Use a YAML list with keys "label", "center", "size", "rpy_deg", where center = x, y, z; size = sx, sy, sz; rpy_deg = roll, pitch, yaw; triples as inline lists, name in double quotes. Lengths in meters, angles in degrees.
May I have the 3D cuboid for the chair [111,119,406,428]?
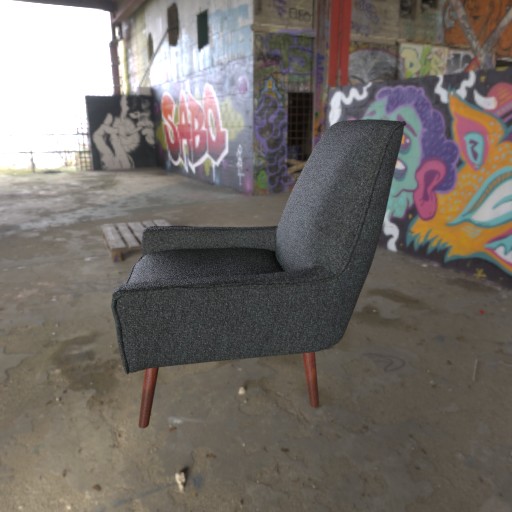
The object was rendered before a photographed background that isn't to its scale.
- label: "chair"
  center: [0.000, 0.000, 1.499]
  size: [0.859, 0.883, 0.763]
  rpy_deg: [-2, 17, -7]
